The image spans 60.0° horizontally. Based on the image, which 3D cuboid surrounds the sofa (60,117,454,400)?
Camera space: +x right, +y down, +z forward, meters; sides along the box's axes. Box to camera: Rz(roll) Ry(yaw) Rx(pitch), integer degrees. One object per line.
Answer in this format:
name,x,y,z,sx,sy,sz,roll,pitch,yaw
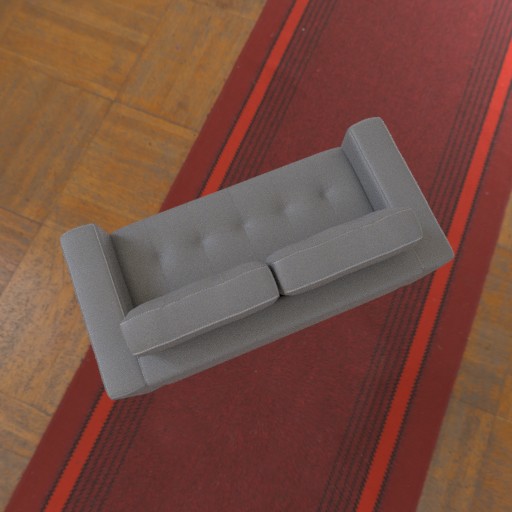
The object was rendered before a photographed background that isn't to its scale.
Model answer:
sofa,0.000,0.000,2.258,1.726,0.892,0.833,-22,76,-5
